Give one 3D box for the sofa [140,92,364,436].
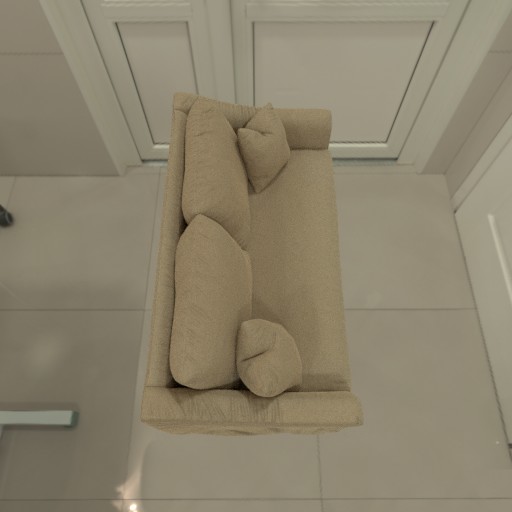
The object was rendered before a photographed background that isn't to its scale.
[{"bbox_3d":[0.000,0.000,2.719,1.072,1.018,2.010,0,64,0],"label":"sofa"}]
